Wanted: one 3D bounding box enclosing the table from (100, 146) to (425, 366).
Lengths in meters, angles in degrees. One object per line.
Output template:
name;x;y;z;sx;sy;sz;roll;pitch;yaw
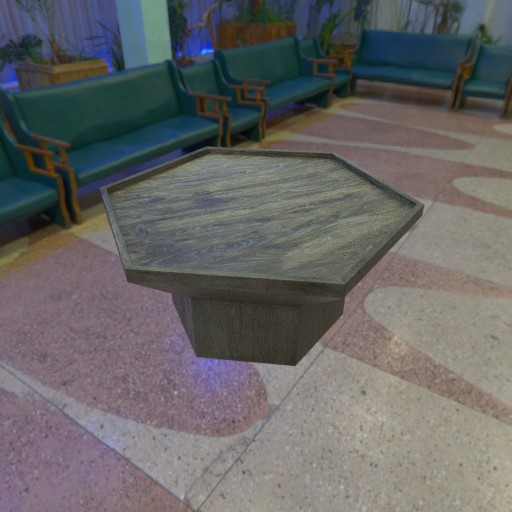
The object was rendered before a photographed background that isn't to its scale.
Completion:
table;0.000;0.000;1.641;0.966;0.488;1.115;22;38;31
